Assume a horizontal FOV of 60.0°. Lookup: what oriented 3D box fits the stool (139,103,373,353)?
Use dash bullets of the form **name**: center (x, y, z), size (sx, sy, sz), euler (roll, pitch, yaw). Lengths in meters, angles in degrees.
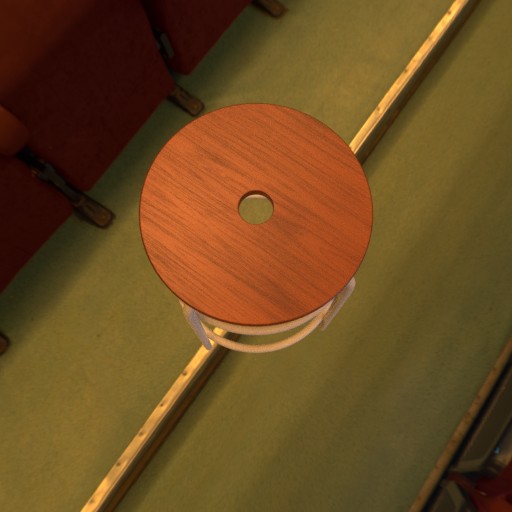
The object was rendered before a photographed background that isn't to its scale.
- **stool**: center (0.000, 0.000, 0.928), size (0.455, 0.610, 0.455), euler (35, 79, 8)
